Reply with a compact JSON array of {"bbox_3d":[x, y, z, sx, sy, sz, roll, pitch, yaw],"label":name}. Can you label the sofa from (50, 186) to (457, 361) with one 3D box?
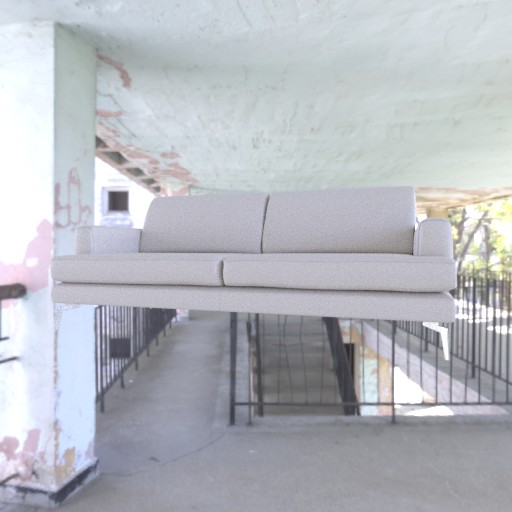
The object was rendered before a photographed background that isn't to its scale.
[{"bbox_3d":[0.000,0.000,2.416,1.940,0.765,0.974,0,1,20],"label":"sofa"}]
